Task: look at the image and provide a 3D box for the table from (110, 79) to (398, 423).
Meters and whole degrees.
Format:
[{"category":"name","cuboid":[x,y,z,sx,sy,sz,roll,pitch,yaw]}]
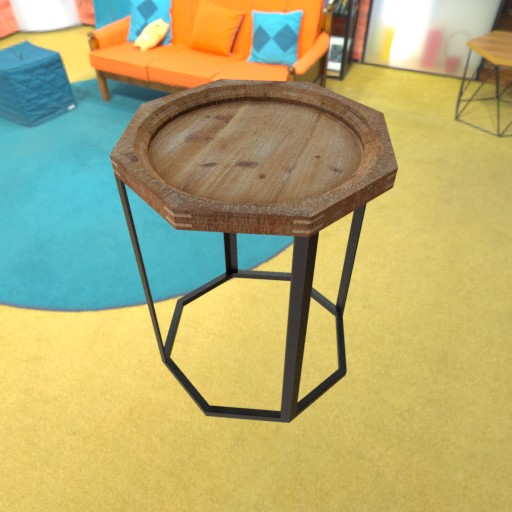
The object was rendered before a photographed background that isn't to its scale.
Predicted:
[{"category":"table","cuboid":[0.000,0.000,0.895,0.458,0.543,0.458,-12,45,-13]}]
